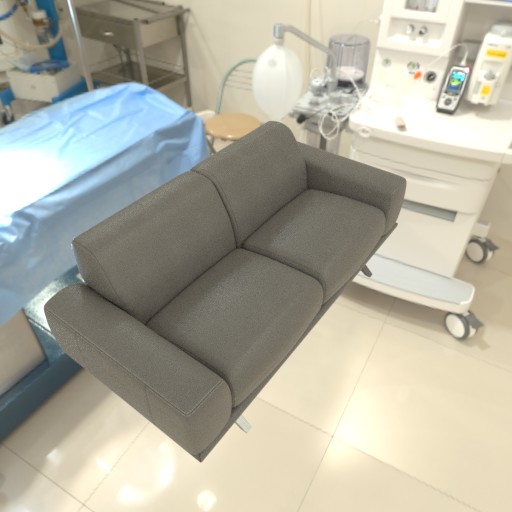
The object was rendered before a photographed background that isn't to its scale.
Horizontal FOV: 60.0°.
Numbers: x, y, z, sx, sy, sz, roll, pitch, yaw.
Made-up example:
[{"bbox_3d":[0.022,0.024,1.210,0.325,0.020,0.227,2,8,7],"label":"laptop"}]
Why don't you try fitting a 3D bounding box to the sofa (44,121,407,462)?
[{"bbox_3d":[0.000,0.000,2.341,0.900,0.772,1.901,26,48,27],"label":"sofa"}]
